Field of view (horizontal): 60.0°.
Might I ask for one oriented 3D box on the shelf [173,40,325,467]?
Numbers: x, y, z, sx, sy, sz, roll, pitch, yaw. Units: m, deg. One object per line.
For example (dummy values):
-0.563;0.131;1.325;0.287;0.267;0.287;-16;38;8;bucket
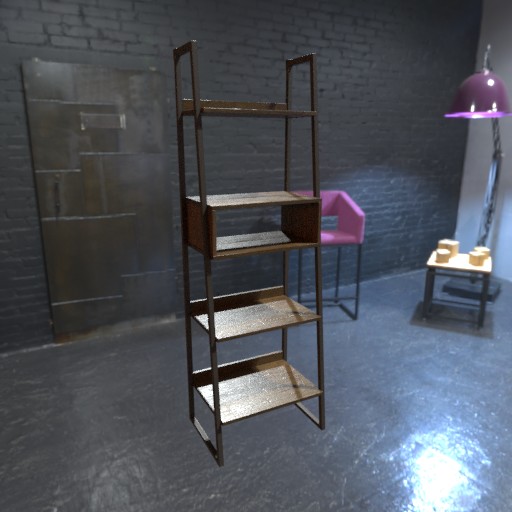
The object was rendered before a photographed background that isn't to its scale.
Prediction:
0.000;0.000;2.309;0.652;2.005;0.454;-7;16;-27;shelf
